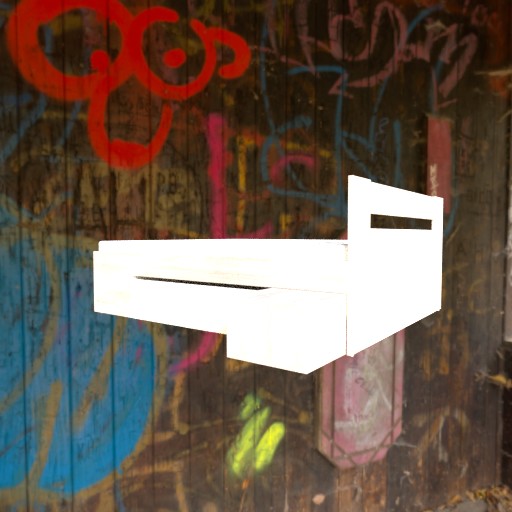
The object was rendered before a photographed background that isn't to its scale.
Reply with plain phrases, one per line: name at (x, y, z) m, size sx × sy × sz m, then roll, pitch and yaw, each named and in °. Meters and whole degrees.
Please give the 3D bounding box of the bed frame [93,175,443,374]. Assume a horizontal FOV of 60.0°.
bed frame at (0.000, 0.000, 3.194) m, size 2.050 × 0.860 × 2.040 m, roll 2°, pitch 4°, yaw 36°
